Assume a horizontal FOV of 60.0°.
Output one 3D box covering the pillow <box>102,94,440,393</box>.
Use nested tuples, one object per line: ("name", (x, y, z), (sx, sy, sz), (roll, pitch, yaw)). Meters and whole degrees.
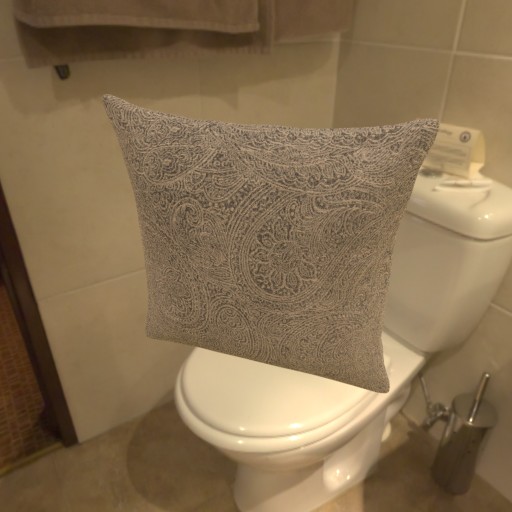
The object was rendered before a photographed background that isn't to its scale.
("pillow", (0.000, 0.000, 0.775), (0.523, 0.510, 0.166), (10, 32, 16))
